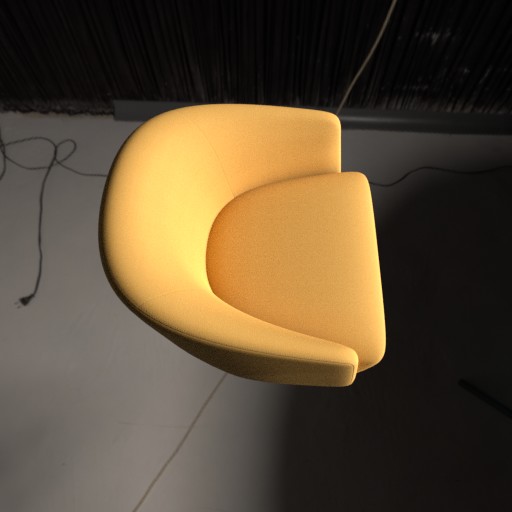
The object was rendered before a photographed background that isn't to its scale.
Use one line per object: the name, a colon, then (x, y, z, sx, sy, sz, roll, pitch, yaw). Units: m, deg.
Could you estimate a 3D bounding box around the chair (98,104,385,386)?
chair: (0.000, 0.000, 1.383, 0.767, 0.698, 0.773, 2, 63, 1)
